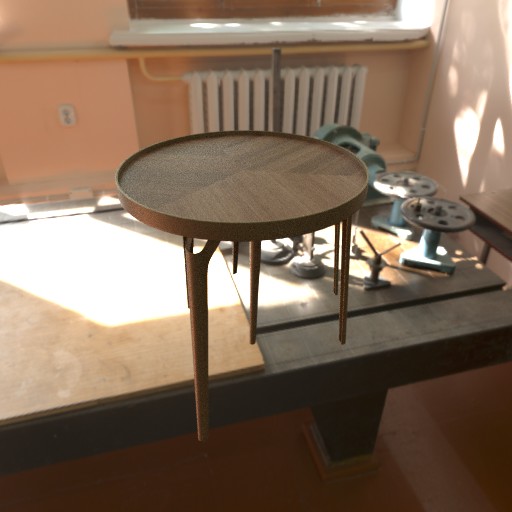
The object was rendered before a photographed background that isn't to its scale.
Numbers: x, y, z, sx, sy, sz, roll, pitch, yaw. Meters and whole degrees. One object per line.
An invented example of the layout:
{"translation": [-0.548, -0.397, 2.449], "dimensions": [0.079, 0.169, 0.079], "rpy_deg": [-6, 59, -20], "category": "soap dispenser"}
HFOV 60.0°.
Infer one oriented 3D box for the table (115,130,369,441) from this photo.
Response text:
{"translation": [0.000, 0.000, 1.165], "dimensions": [0.532, 0.555, 0.751], "rpy_deg": [11, 33, 16], "category": "table"}
